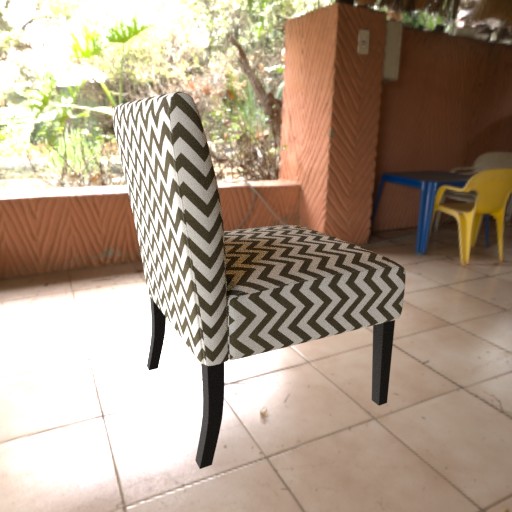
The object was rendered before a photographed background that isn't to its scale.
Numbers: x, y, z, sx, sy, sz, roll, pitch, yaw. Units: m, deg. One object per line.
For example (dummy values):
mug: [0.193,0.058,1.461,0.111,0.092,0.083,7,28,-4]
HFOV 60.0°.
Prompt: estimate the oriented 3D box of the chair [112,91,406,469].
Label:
chair: [0.000,0.000,1.274,0.648,0.838,0.589,-8,18,-26]
